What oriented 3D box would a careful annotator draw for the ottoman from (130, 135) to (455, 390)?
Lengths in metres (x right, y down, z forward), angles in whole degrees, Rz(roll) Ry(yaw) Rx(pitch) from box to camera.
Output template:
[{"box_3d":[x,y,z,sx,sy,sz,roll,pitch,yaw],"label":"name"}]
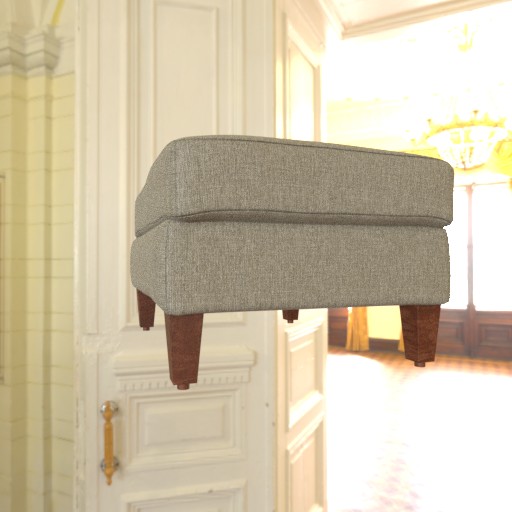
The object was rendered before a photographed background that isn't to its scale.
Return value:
[{"box_3d":[0.000,0.000,1.236,0.639,0.494,0.873,0,-1,-19],"label":"ottoman"}]
